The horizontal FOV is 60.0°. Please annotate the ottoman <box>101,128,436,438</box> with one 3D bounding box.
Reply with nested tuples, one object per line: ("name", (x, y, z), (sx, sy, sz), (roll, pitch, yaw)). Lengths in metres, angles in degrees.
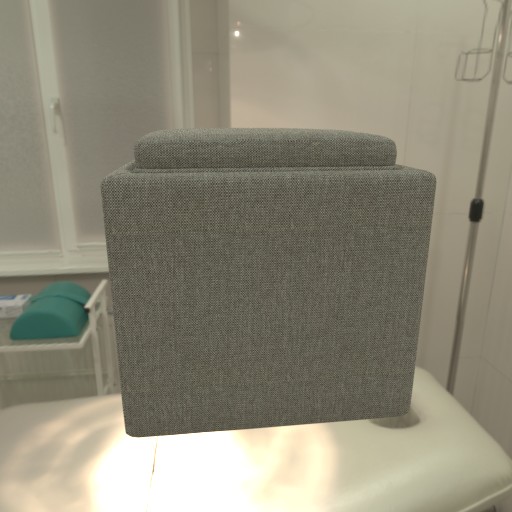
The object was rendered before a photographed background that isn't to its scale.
("ottoman", (0.000, 0.000, 0.831), (0.450, 0.460, 0.450), (-2, 17, -7))
